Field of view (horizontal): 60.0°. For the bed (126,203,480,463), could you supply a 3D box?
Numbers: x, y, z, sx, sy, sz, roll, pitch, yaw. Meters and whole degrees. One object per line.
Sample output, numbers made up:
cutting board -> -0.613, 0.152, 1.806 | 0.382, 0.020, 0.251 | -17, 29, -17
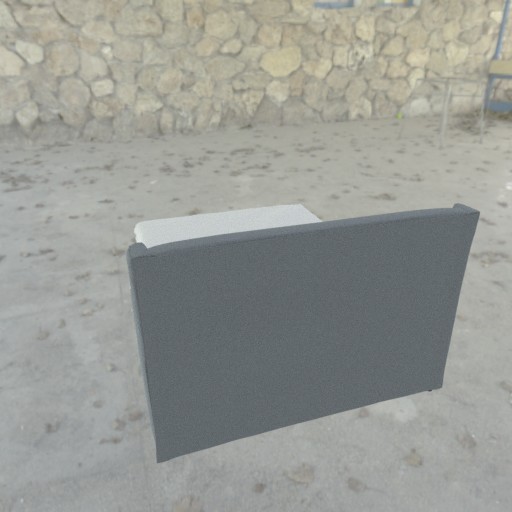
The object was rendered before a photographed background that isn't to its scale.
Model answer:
bed -> 0.000, 0.000, 3.429 | 1.925, 1.332, 2.276 | -8, 27, -16
